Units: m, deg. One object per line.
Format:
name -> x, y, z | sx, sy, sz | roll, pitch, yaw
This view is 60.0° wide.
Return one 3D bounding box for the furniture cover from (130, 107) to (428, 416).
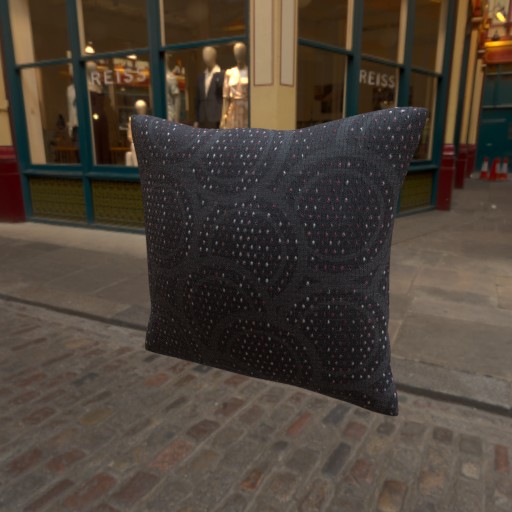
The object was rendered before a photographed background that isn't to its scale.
furniture cover -> 0.000, 0.000, 0.819 | 0.552, 0.509, 0.193 | 7, 17, 25
